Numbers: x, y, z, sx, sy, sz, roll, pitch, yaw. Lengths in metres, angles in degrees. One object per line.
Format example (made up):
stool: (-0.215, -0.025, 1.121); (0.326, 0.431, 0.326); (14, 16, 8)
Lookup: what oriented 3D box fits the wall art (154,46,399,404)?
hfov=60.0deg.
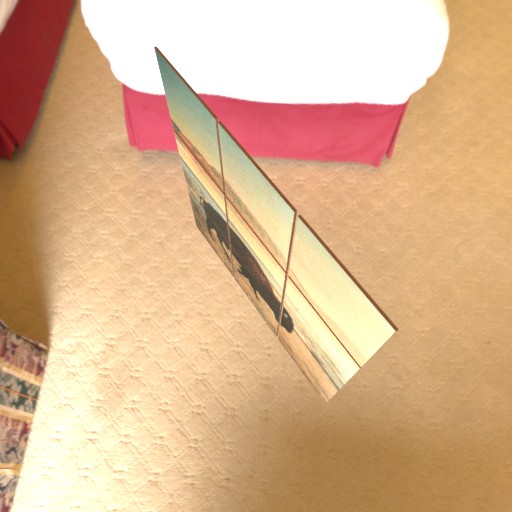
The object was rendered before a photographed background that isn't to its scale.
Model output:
wall art: (0.000, 0.000, 2.320); (0.019, 1.532, 1.533); (-32, 68, -15)
